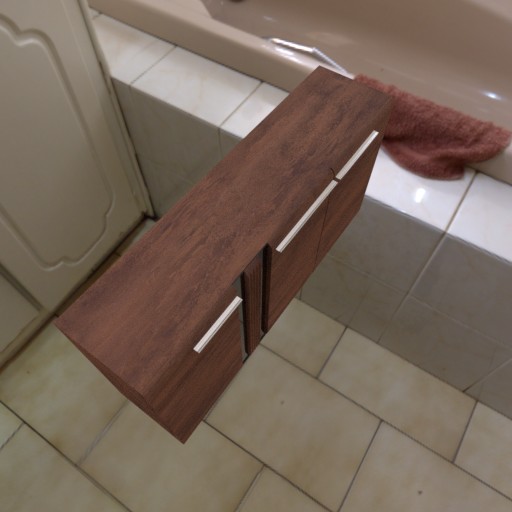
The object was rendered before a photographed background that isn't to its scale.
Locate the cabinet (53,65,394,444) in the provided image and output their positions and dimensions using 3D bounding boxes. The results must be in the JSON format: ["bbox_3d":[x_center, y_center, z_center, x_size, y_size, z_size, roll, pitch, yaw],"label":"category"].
[{"bbox_3d":[0.000,0.000,2.050,0.420,0.900,1.600,31,63,18],"label":"cabinet"}]
